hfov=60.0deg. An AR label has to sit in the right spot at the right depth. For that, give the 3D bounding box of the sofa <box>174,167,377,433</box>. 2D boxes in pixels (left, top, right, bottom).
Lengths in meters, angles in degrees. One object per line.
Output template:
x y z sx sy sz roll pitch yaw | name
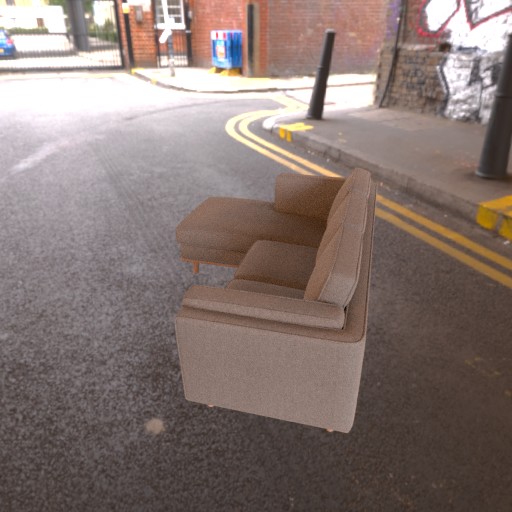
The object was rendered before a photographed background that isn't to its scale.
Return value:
0.000 0.000 3.206 1.604 0.929 2.411 7 28 13 | sofa
